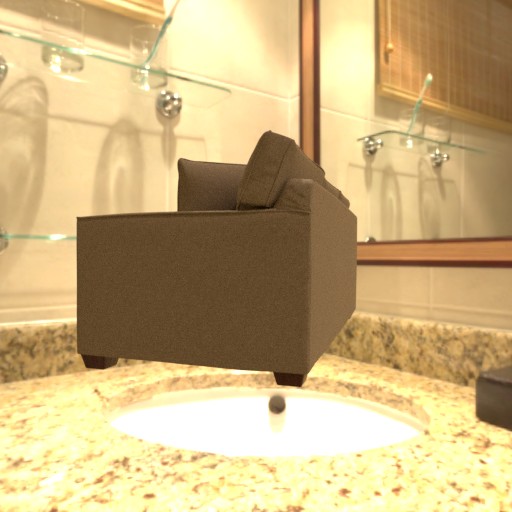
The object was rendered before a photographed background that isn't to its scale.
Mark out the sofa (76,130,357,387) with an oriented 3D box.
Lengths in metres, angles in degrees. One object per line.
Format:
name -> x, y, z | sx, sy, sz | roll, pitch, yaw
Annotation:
sofa -> 0.000, 0.000, 2.637 | 1.034, 0.946, 1.963 | 0, 0, 18
